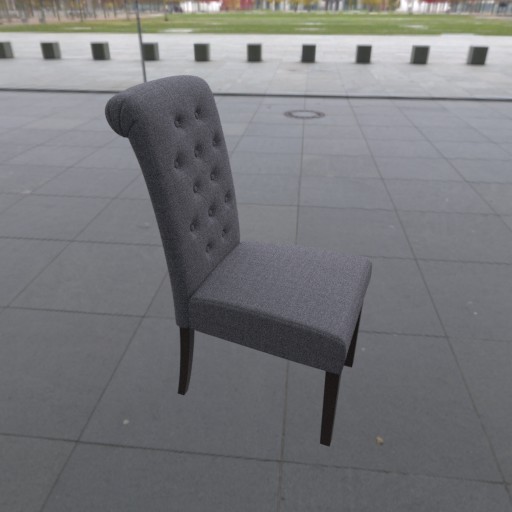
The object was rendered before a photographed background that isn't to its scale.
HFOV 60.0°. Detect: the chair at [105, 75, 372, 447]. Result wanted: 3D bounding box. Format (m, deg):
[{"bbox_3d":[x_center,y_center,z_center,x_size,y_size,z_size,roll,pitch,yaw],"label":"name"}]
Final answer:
[{"bbox_3d":[0.000,0.000,1.380,0.671,1.006,0.456,11,31,18],"label":"chair"}]
